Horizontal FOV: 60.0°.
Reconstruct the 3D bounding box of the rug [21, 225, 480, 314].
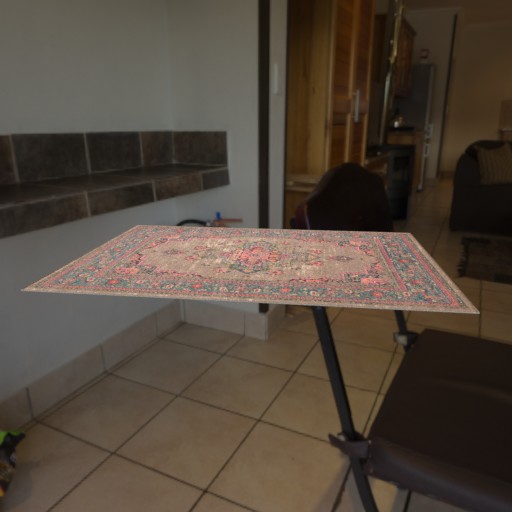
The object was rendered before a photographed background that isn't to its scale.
[{"bbox_3d":[0.000,0.000,3.705,2.890,0.013,2.005,2,17,7],"label":"rug"}]
